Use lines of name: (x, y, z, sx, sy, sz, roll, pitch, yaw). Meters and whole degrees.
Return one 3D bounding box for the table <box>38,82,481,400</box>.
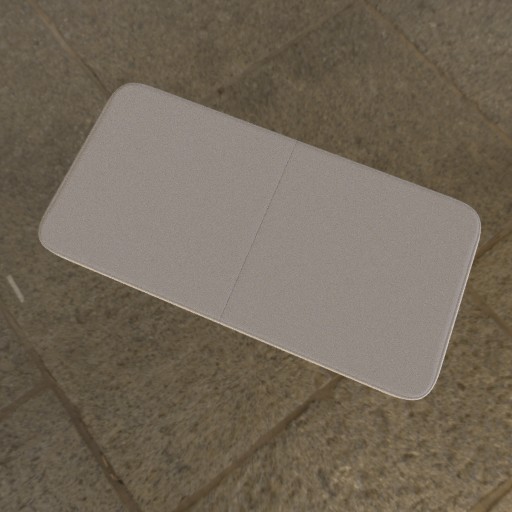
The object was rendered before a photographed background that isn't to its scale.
table: (0.000, 0.000, 1.665, 1.245, 0.737, 0.611, 22, 76, 6)
